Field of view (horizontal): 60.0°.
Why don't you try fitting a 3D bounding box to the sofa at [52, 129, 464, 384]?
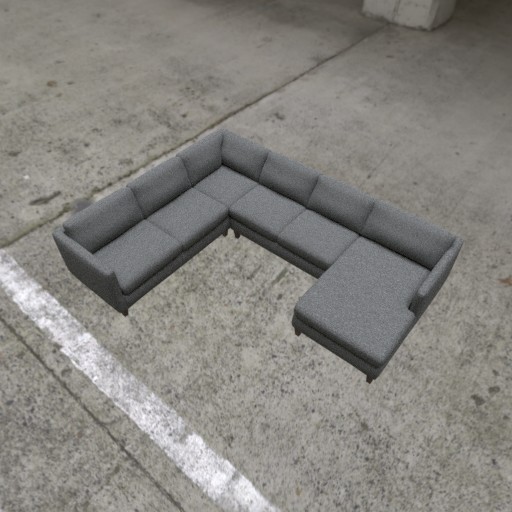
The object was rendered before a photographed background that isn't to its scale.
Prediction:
[{"bbox_3d":[0.000,0.000,4.537,3.238,0.853,2.551,31,54,26],"label":"sofa"}]
